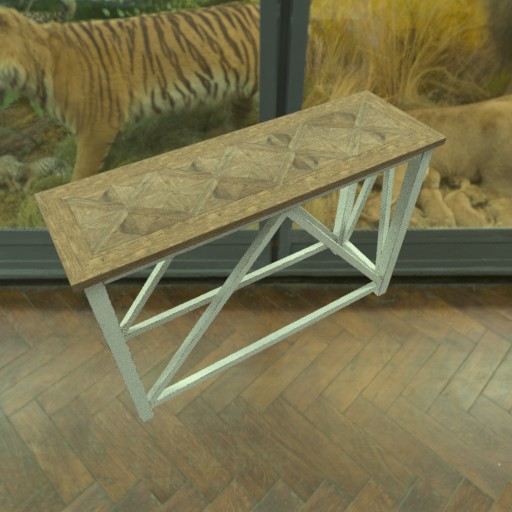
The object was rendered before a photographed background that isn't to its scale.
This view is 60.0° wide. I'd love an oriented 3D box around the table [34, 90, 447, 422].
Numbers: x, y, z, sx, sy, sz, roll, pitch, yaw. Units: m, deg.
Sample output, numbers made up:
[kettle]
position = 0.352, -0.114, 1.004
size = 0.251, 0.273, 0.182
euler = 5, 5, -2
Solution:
[table]
position = 0.000, 0.000, 1.877
size = 1.400, 0.930, 0.450
euler = -24, 51, -21
